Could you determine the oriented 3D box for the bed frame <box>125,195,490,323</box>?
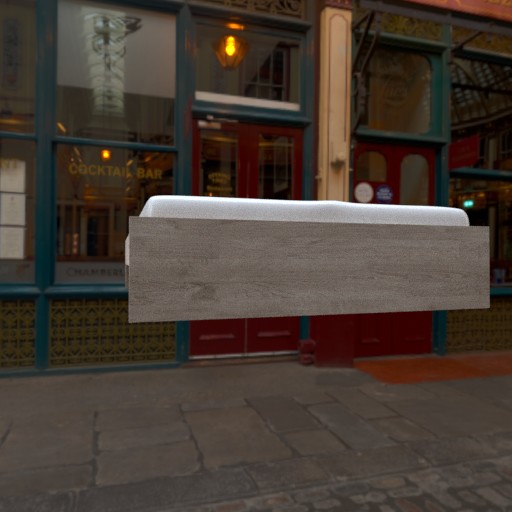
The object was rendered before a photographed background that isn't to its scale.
[{"bbox_3d":[0.000,0.000,2.612,1.490,0.462,1.950,0,-1,-18],"label":"bed frame"}]
